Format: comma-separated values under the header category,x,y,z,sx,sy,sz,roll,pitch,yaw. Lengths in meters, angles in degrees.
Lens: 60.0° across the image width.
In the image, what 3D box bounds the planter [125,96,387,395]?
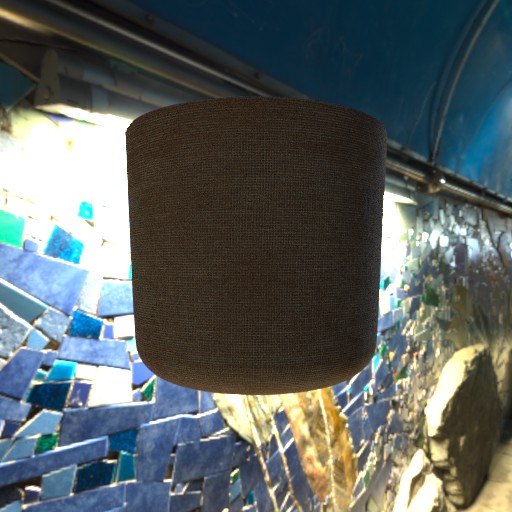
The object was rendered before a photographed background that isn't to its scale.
category,x,y,z,sx,sy,sz,roll,pitch,yaw
planter,0.000,0.000,0.774,0.440,0.398,0.440,0,-1,0
